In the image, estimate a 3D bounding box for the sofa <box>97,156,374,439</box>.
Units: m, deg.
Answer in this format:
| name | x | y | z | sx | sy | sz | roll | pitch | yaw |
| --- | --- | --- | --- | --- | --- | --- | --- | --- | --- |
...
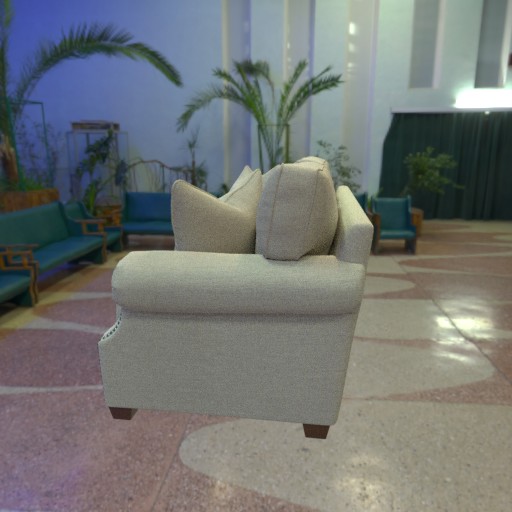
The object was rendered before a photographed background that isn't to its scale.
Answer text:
| name | x | y | z | sx | sy | sz | roll | pitch | yaw |
| --- | --- | --- | --- | --- | --- | --- | --- | --- | --- |
| sofa | 0.000 | 0.000 | 2.238 | 0.966 | 0.966 | 1.701 | 2 | 14 | 8 |
